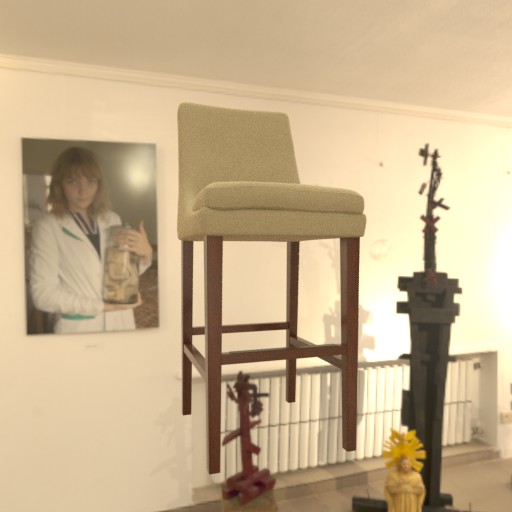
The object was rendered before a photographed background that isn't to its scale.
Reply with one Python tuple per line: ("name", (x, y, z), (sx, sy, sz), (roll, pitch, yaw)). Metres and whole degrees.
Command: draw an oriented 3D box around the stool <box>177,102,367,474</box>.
("stool", (0.000, 0.000, 1.401), (0.470, 1.078, 0.577), (0, 1, -19))
